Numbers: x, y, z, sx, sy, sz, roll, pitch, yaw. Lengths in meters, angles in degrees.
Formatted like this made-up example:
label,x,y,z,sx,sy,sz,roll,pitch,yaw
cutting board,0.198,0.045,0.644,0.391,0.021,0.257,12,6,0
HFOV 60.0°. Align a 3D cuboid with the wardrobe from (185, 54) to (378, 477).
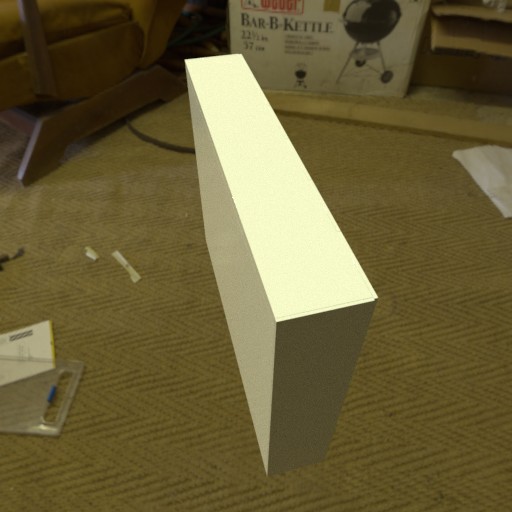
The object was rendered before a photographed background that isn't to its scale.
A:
label,x,y,z,sx,sy,sz,roll,pitch,yaw
wardrobe,0.000,0.000,4.023,0.580,2.360,3.000,-11,48,-10
